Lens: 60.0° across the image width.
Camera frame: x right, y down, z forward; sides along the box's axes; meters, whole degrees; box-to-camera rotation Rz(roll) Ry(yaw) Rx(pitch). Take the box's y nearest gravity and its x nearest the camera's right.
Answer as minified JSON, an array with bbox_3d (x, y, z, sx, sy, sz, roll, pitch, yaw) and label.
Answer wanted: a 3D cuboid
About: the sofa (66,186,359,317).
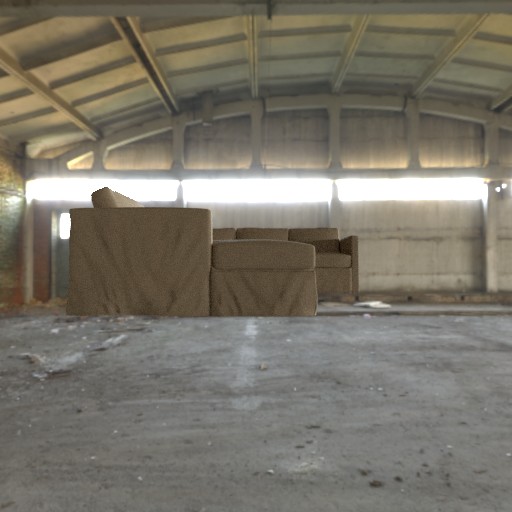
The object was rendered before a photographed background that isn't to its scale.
[{"bbox_3d":[0.000,0.000,4.586,2.476,0.878,3.528,0,-2,0],"label":"sofa"}]
